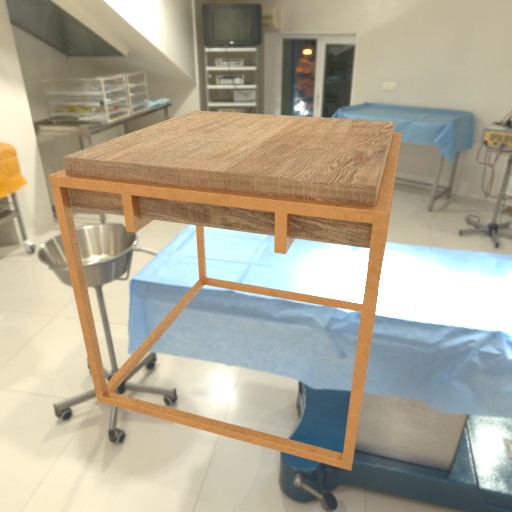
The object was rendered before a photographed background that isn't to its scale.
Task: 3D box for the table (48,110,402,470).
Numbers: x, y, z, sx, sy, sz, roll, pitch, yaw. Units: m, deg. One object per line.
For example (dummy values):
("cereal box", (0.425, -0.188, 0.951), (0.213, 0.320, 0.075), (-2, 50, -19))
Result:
("table", (0.000, 0.000, 1.095), (0.599, 0.584, 0.599), (8, 28, 16))
